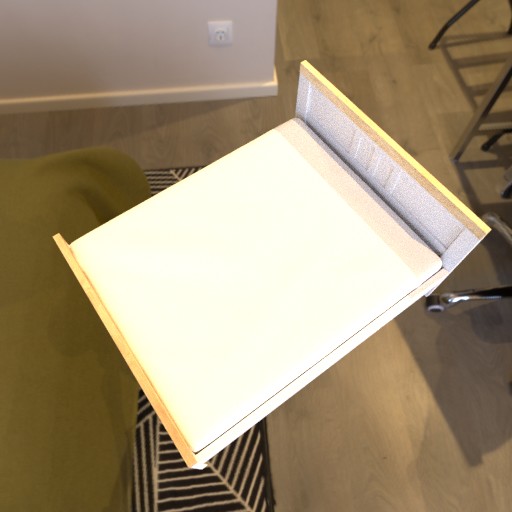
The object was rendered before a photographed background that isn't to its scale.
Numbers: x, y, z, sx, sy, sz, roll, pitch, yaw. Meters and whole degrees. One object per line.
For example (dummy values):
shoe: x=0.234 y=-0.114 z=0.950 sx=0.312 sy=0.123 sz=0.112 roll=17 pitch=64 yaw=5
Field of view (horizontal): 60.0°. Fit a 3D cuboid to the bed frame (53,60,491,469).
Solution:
bed frame: x=0.000 y=0.000 z=2.951 sx=2.050 sy=0.980 sz=1.670 roll=-33 pitch=68 yaw=-15
